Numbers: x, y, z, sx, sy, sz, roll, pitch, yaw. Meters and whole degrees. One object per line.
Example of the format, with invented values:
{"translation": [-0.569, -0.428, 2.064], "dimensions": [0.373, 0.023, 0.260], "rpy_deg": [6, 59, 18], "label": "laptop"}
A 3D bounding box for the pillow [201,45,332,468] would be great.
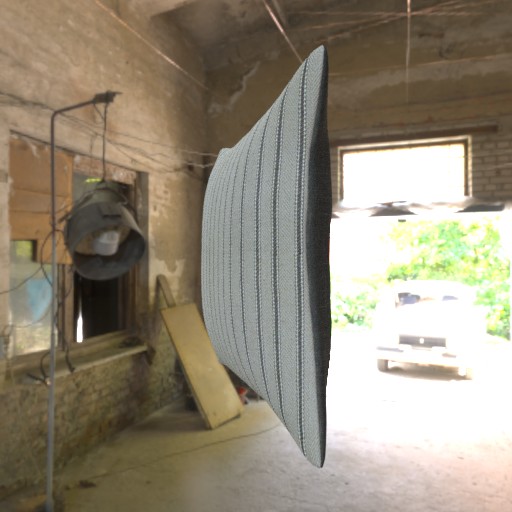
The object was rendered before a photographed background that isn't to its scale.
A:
{"translation": [0.000, 0.000, 0.684], "dimensions": [0.138, 0.444, 0.468], "rpy_deg": [0, 0, -17], "label": "pillow"}
